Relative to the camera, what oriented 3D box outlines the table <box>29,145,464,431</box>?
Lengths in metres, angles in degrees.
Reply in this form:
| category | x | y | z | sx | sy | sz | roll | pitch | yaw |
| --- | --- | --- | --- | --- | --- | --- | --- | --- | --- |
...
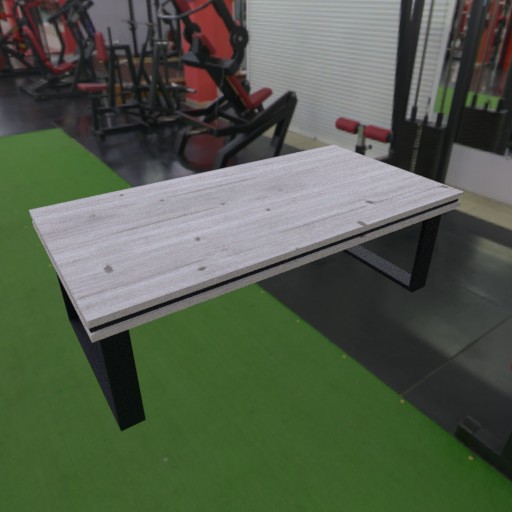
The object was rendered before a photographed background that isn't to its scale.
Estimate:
| category | x | y | z | sx | sy | sz | roll | pitch | yaw |
| --- | --- | --- | --- | --- | --- | --- | --- | --- | --- |
| table | 0.000 | 0.000 | 1.659 | 1.350 | 0.450 | 0.700 | -19 | 35 | -28 |
